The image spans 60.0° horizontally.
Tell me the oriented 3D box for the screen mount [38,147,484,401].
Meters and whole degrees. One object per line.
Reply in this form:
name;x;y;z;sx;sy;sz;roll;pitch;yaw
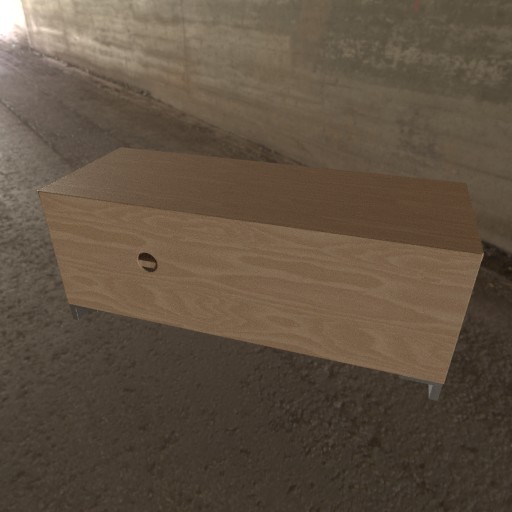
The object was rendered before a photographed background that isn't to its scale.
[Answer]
screen mount;0.000;0.000;1.301;1.084;0.432;0.406;9;32;15
